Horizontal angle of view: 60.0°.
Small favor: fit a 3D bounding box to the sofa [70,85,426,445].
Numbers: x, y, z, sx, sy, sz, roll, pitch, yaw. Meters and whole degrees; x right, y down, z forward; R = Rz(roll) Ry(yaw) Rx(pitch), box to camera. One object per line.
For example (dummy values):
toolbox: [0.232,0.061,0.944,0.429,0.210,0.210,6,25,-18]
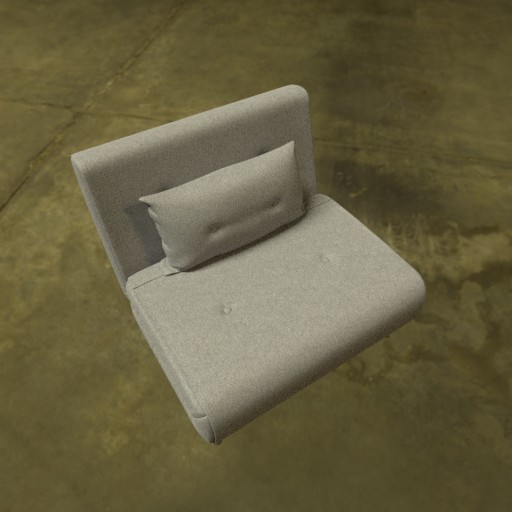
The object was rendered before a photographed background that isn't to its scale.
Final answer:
sofa: [0.000,0.000,1.791,1.020,0.825,1.000,-25,53,-21]
